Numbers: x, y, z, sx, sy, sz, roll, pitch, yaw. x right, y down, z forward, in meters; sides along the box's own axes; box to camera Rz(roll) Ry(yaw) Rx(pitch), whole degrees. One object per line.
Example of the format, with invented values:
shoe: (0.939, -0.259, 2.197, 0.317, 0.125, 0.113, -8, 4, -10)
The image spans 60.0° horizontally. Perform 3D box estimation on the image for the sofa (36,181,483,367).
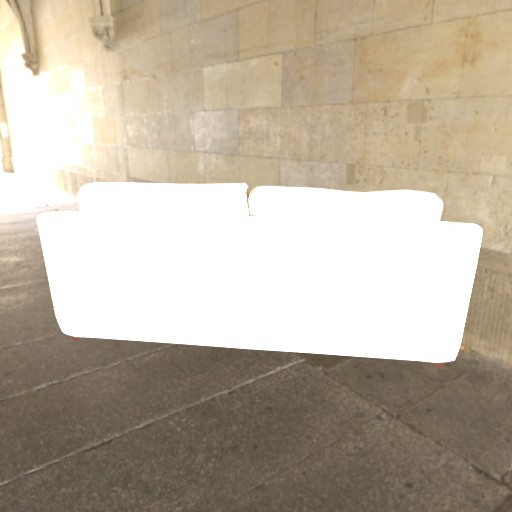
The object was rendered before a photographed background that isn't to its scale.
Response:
sofa: (0.000, 0.000, 2.963, 2.470, 1.022, 1.009, 2, 16, 8)
